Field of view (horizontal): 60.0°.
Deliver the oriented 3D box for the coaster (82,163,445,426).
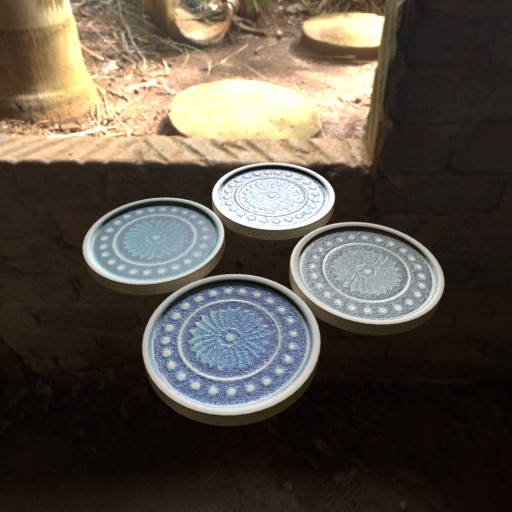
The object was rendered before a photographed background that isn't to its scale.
[{"bbox_3d":[0.000,0.000,0.334,0.220,0.010,0.224,-23,46,-24],"label":"coaster"}]
